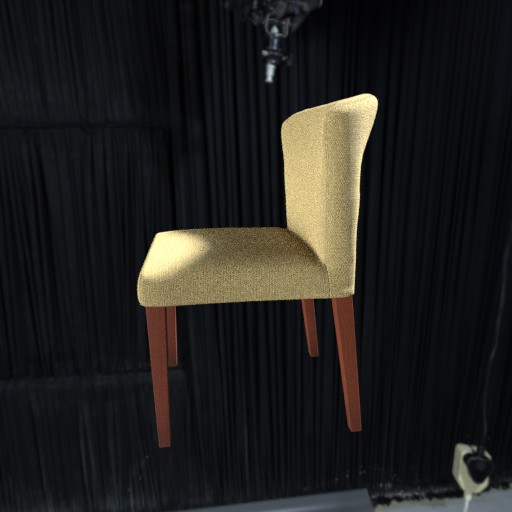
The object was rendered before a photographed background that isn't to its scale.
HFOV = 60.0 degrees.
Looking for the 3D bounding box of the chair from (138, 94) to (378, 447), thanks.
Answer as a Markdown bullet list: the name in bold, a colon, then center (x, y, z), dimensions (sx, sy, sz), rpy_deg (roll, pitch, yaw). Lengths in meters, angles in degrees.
- **chair**: center (0.000, 0.000, 1.220), dimensions (0.589, 0.839, 0.491), rpy_deg (-2, 15, -7)
